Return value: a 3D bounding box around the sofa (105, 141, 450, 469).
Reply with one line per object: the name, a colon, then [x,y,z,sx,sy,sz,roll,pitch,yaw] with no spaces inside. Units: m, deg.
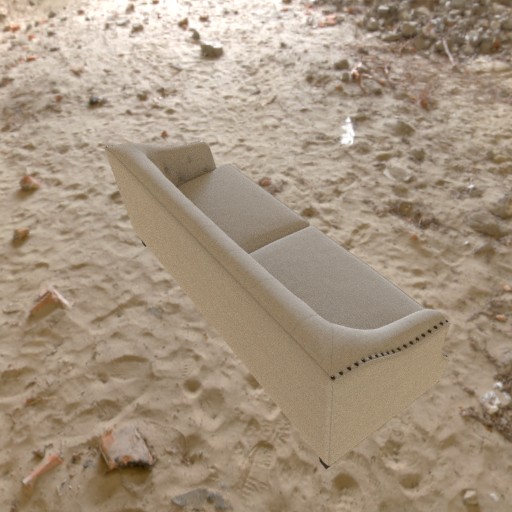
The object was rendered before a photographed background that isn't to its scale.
sofa: [0.000,0.000,2.697,0.914,0.901,2.235,-24,45,-26]
